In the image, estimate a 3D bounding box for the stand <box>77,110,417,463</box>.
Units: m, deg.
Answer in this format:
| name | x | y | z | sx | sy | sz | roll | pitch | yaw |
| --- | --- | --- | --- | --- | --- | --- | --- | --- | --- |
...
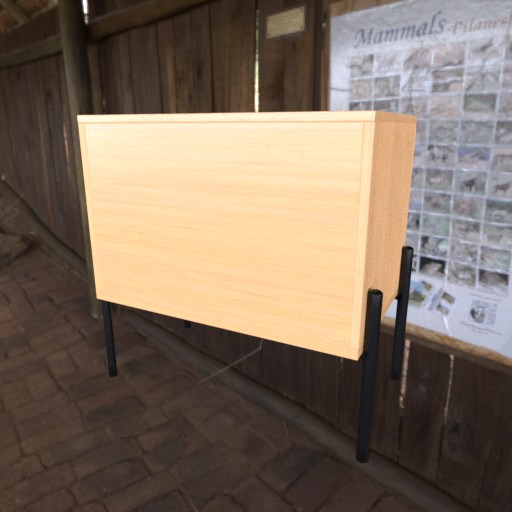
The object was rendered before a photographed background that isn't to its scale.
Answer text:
| name | x | y | z | sx | sy | sz | roll | pitch | yaw |
| --- | --- | --- | --- | --- | --- | --- | --- | --- | --- |
| stand | 0.000 | 0.000 | 0.994 | 0.630 | 0.600 | 0.400 | 8 | 18 | 26 |
